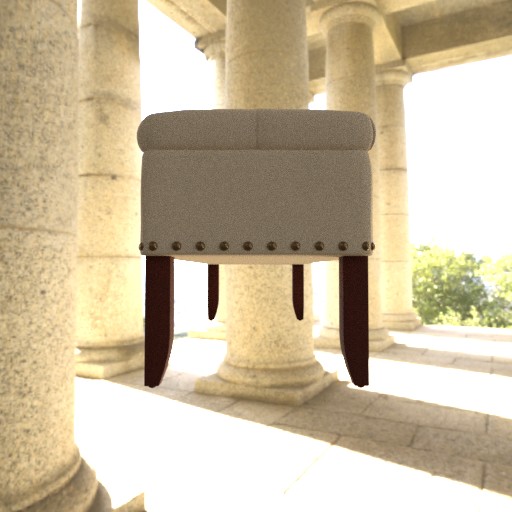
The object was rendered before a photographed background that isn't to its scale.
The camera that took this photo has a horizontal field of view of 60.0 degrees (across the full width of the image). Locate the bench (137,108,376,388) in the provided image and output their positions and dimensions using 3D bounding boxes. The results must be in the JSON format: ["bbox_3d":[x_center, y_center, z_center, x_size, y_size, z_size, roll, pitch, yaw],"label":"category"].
[{"bbox_3d":[0.000,0.000,1.234,0.400,0.470,1.054,0,-2,0],"label":"bench"}]
